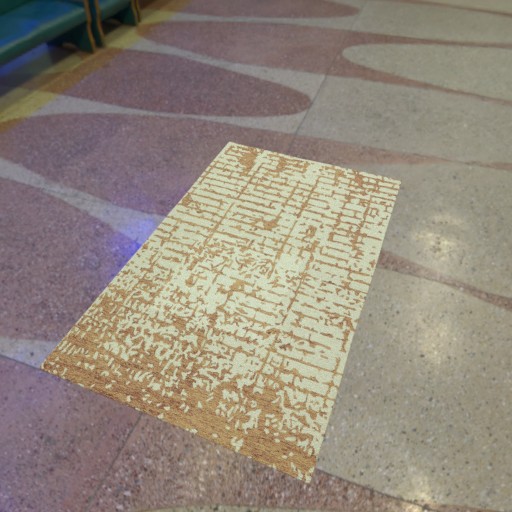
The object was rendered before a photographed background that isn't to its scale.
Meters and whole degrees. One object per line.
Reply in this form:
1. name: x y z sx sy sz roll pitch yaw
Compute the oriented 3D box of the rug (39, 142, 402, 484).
1. rug: 0.000 0.000 2.954 1.517 0.011 2.435 16 48 15
